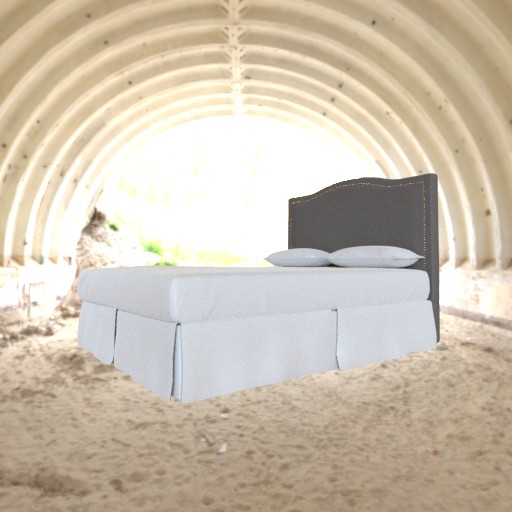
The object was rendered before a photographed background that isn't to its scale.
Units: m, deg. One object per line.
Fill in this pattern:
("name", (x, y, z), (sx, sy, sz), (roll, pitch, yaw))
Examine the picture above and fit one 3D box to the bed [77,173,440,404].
("bed", (0.000, 0.000, 3.445), (2.282, 1.436, 1.821), (1, -1, -36))
